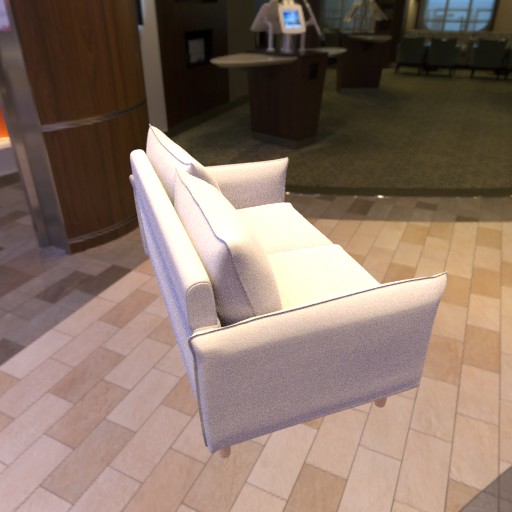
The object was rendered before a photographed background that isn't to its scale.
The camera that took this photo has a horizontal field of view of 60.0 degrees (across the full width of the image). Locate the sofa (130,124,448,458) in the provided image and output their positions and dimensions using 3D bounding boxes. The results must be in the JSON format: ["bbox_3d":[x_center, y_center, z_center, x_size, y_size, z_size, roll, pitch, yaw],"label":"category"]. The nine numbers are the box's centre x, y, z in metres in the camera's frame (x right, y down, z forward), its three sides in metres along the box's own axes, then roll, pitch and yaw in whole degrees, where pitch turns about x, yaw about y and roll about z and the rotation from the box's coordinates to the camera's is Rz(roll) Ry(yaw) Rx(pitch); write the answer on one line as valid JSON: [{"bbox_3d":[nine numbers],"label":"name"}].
[{"bbox_3d":[0.000,0.000,1.809,0.820,0.840,1.300,-10,32,-17],"label":"sofa"}]
